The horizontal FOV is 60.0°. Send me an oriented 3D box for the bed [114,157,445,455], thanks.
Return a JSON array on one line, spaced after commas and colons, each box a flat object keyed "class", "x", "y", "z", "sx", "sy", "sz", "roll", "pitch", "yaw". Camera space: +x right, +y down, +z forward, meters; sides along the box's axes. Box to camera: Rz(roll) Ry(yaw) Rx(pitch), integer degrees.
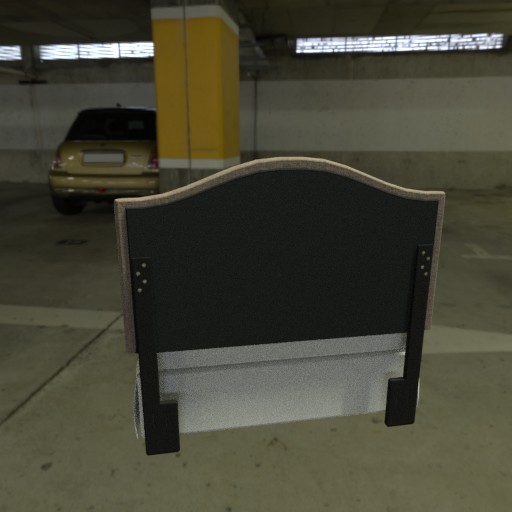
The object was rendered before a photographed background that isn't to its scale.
[{"class": "bed", "x": 0.000, "y": 0.000, "z": 3.270, "sx": 1.713, "sy": 1.518, "sz": 2.153, "roll": -3, "pitch": 15, "yaw": -10}]
